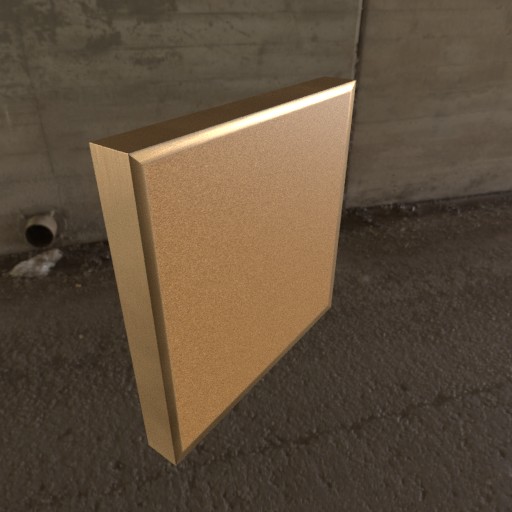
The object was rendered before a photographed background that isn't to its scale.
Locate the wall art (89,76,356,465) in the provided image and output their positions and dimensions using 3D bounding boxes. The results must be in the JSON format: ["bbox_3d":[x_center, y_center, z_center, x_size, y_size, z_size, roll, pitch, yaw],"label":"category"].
[{"bbox_3d":[0.000,0.000,0.455,0.038,0.303,0.305,21,37,31],"label":"wall art"}]
